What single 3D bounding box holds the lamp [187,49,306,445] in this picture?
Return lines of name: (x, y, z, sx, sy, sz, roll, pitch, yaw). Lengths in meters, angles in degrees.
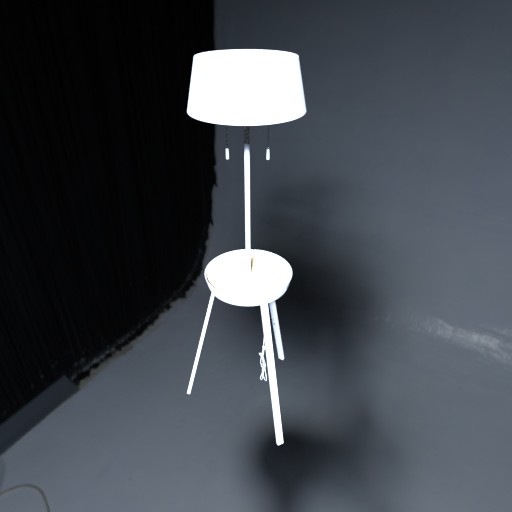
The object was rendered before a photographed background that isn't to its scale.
lamp: (0.000, 0.000, 1.685, 0.508, 1.429, 0.468, 19, 36, 28)
